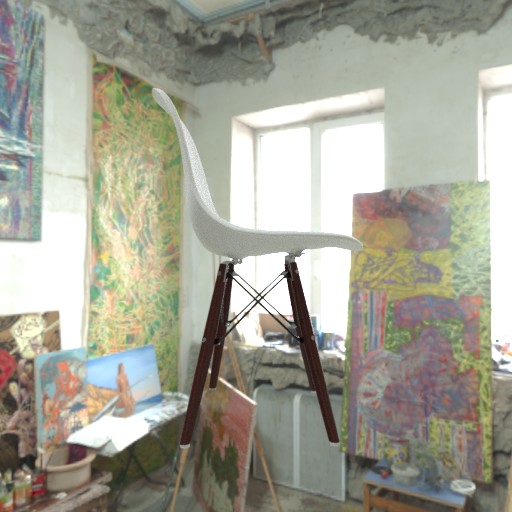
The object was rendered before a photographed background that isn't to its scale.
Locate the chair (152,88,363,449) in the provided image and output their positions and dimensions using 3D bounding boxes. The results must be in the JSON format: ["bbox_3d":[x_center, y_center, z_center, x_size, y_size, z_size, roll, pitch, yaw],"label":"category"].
[{"bbox_3d":[0.000,0.000,1.161,0.533,0.826,0.470,0,0,1],"label":"chair"}]
